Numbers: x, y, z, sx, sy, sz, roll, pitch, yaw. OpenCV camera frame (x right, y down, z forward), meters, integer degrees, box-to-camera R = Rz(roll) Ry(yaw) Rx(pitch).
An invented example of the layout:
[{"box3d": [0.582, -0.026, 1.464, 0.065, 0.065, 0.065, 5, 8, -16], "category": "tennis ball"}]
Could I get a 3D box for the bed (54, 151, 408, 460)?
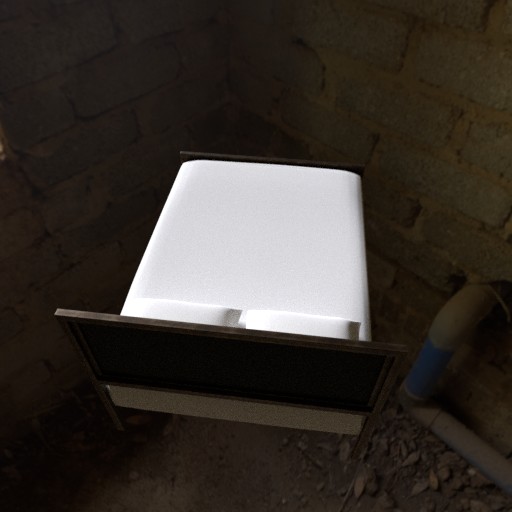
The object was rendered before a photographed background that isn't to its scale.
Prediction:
[{"box3d": [0.000, 0.000, 3.219, 1.607, 1.313, 2.221, 5, 47, 5], "category": "bed"}]
